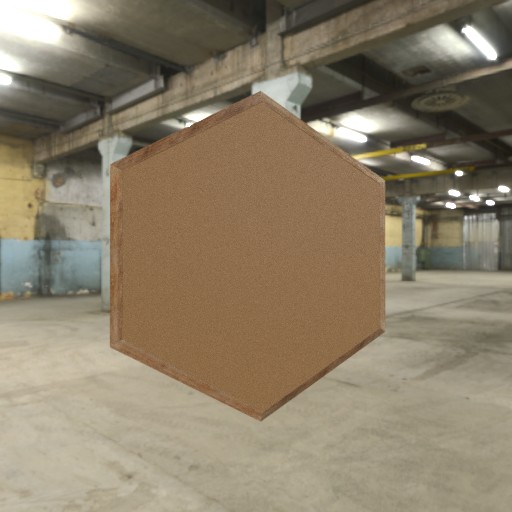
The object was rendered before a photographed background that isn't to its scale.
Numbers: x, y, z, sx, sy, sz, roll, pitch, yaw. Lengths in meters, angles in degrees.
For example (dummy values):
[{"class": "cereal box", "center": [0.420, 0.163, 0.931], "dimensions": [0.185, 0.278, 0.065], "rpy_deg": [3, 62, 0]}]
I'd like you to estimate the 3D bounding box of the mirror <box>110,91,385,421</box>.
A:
[{"class": "mirror", "center": [0.000, 0.000, 1.080], "dimensions": [0.675, 0.779, 0.091], "rpy_deg": [0, 0, -17]}]
